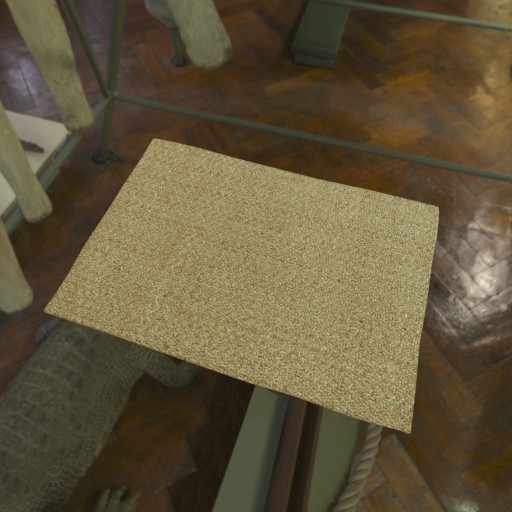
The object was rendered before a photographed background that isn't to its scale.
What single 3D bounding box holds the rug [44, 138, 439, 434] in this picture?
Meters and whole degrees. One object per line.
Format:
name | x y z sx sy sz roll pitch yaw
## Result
rug | 0.000 0.000 2.795 2.141 0.013 1.566 15 58 10
